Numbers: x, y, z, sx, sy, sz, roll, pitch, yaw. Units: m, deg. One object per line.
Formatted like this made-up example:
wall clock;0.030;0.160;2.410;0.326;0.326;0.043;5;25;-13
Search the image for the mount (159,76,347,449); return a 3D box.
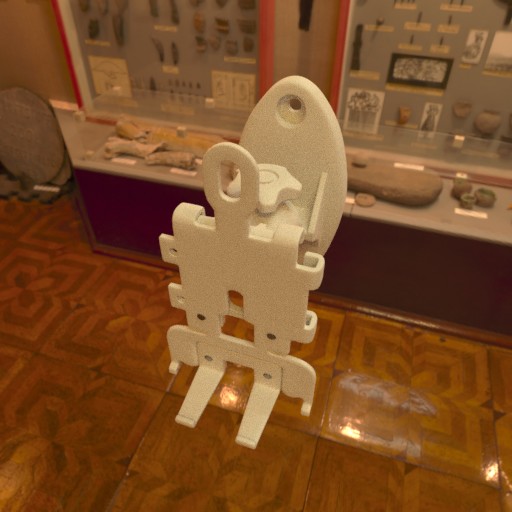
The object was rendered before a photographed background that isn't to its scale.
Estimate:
mount;0.000;0.000;0.176;0.066;0.118;0.100;13;43;15
